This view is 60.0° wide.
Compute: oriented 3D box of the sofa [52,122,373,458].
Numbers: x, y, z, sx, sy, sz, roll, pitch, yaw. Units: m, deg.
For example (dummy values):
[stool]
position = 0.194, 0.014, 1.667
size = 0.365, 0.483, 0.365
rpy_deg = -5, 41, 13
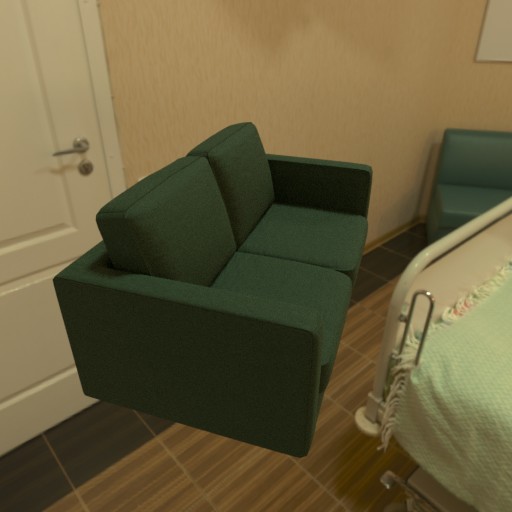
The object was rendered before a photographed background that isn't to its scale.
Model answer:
[sofa]
position = 0.000, 0.000, 1.970
size = 0.879, 0.899, 1.430
rpy_deg = 10, 32, 16
